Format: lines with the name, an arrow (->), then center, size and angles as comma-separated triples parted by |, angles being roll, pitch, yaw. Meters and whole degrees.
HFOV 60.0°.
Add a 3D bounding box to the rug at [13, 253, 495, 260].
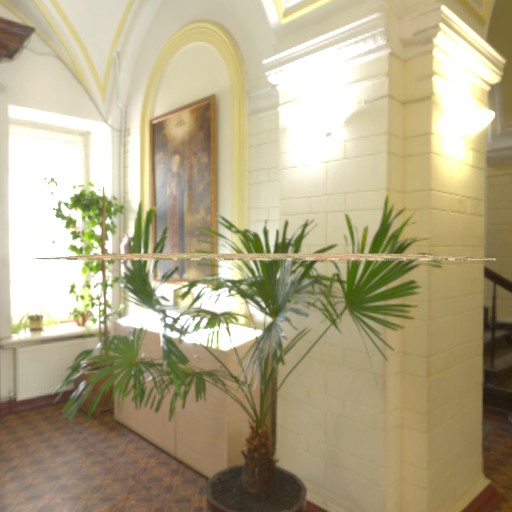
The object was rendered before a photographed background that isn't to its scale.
rug -> 0.000, 0.000, 2.257 | 1.829, 0.010, 1.219 | 0, 1, 2
